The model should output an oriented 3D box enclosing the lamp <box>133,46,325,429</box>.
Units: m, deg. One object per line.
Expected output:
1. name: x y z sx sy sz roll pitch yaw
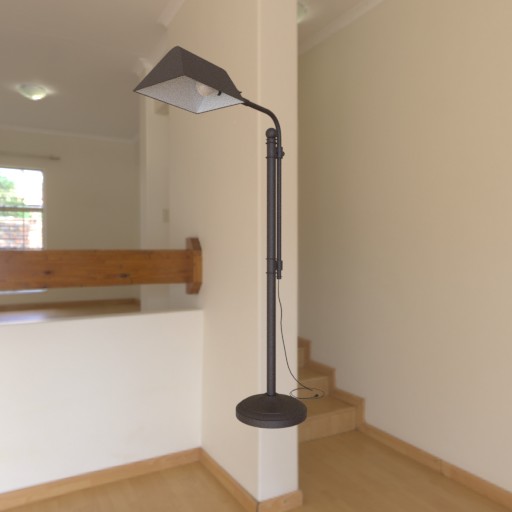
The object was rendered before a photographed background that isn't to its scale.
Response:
1. lamp: 0.000 0.000 0.935 0.159 0.708 0.545 1 1 36
